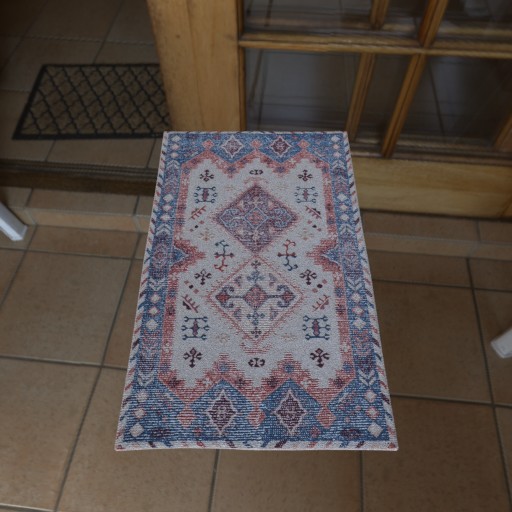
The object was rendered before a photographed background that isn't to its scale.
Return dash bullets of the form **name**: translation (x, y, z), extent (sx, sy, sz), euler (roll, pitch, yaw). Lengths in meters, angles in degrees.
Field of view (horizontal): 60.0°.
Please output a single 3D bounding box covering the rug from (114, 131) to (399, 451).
- **rug**: translation (0.000, 0.000, 3.023), extent (1.521, 0.023, 2.464), euler (0, 57, 0)
